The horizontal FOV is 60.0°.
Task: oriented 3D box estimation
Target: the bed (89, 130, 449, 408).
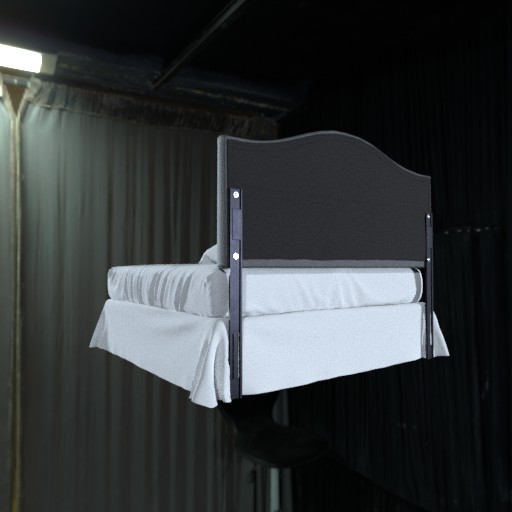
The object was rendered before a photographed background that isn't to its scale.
[{"bbox_3d":[0.000,0.000,3.832,2.314,1.651,2.219,1,-2,-36],"label":"bed"}]
